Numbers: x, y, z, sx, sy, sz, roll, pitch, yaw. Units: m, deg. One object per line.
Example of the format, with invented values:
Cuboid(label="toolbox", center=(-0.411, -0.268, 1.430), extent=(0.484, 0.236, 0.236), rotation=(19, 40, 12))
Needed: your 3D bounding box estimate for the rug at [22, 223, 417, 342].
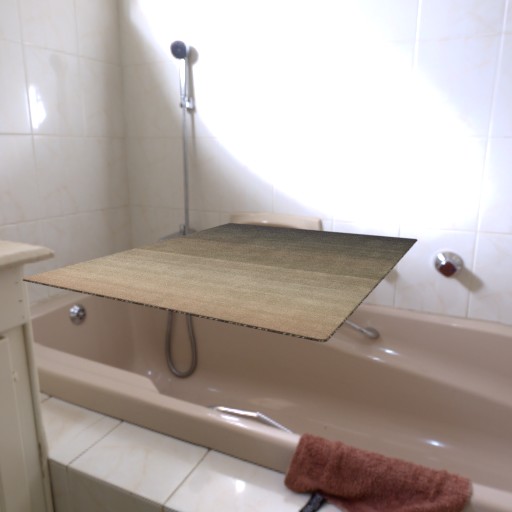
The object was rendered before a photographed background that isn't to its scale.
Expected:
Cuboid(label="rug", center=(0.000, 0.000, 3.912), extent=(2.305, 0.017, 2.902), rotation=(7, 15, 27))
